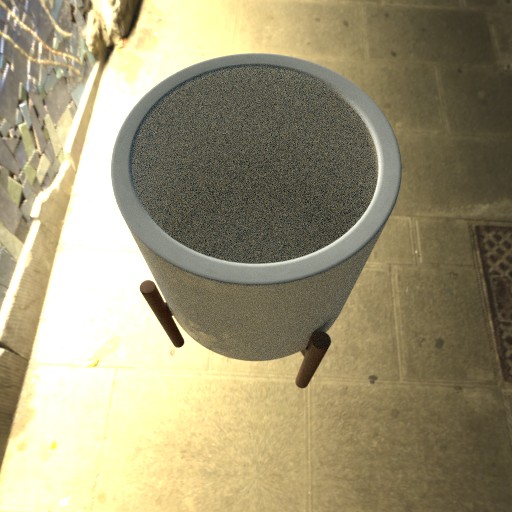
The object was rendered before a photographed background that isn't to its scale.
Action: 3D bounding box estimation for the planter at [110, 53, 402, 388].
[{"bbox_3d":[0.000,0.000,0.939,0.417,0.670,0.417,15,64,8],"label":"planter"}]
